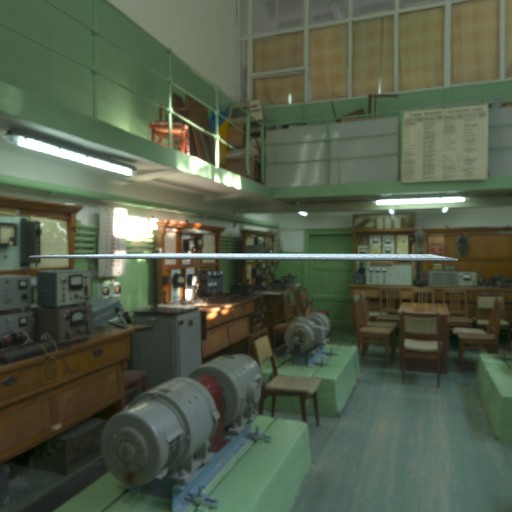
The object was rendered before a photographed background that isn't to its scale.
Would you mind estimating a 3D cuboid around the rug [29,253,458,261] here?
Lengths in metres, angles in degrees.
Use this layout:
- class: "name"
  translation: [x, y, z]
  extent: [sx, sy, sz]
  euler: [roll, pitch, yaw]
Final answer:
- class: "rug"
  translation: [0.000, 0.000, 3.514]
  extent: [2.746, 0.018, 1.819]
  euler: [0, 1, 19]
